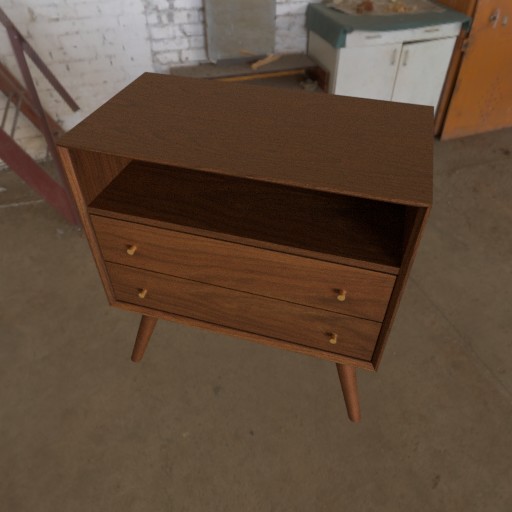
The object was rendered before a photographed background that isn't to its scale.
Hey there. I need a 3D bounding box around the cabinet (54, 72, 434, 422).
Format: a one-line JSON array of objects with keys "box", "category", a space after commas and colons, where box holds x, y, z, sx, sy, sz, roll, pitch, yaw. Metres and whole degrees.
[{"box": [0.000, 0.000, 1.174, 0.712, 0.748, 0.388, 12, 44, 12], "category": "cabinet"}]
